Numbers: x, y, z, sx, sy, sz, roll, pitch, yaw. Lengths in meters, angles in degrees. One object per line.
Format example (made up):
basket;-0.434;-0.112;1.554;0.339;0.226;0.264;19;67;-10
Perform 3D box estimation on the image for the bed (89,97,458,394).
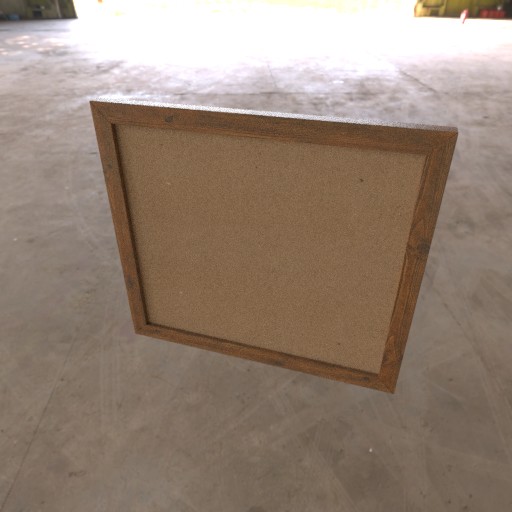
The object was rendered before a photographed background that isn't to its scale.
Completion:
bed;0.000;0.000;1.480;1.046;0.942;0.046;10;34;15
